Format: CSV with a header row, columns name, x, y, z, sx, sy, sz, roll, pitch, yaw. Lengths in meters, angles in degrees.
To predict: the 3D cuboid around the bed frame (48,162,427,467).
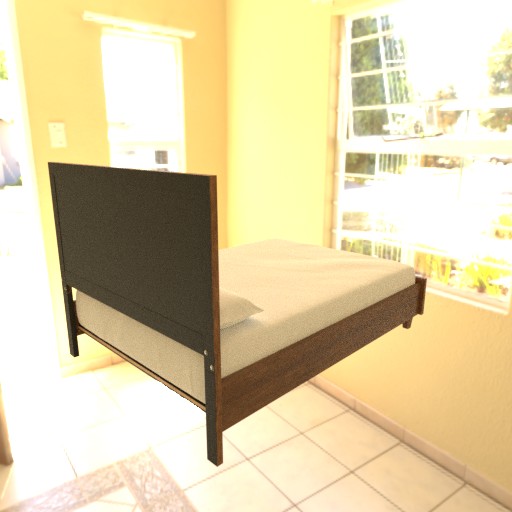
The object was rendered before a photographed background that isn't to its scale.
name,x,y,z,sx,sy,sz,roll,pitch,yaw
bed frame,0.000,0.000,3.362,1.696,1.417,2.276,14,20,43
